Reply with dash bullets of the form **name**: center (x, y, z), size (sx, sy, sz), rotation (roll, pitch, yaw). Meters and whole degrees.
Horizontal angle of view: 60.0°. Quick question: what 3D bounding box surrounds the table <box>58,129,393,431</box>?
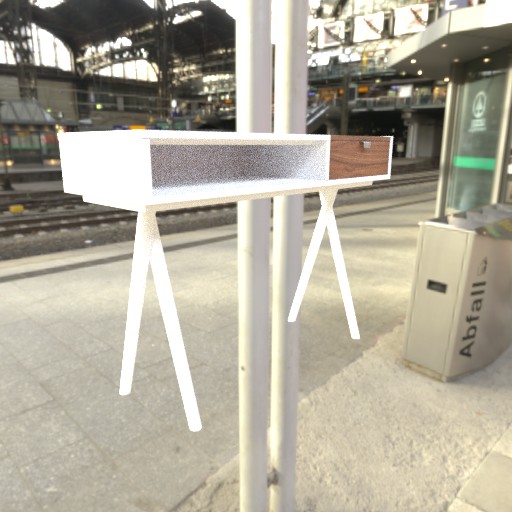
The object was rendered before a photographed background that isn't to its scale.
- **table**: center (0.000, 0.000, 1.488), size (0.418, 0.785, 1.066), rotation (13, 19, 42)
